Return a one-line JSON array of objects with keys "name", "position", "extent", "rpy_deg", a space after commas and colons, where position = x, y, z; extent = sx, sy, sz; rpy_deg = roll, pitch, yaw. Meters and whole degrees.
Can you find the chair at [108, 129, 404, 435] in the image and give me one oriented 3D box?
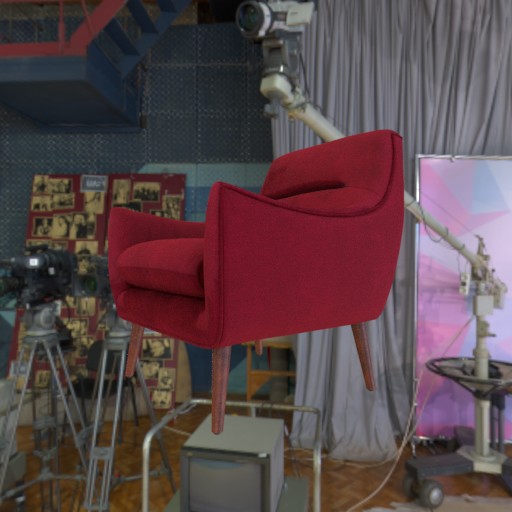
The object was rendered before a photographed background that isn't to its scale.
[{"name": "chair", "position": [0.000, 0.000, 1.482], "extent": [0.787, 0.838, 0.762], "rpy_deg": [0, 1, -36]}]
